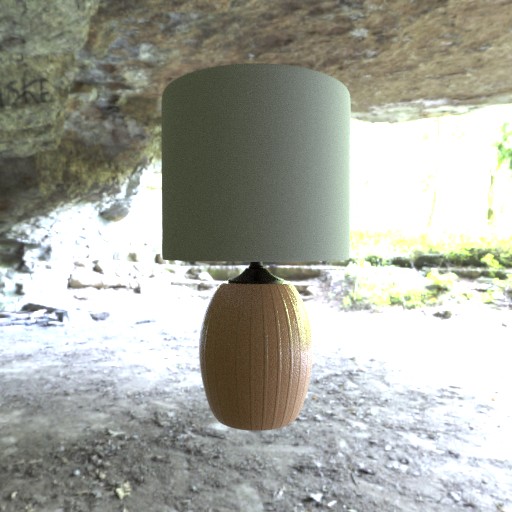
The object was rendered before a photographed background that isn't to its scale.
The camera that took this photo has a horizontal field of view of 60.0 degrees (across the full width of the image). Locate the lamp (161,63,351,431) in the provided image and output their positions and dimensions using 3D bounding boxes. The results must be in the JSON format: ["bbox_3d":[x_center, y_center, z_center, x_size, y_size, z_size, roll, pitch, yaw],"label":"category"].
[{"bbox_3d":[0.000,0.000,0.791,0.329,0.570,0.329,0,1,0],"label":"lamp"}]
